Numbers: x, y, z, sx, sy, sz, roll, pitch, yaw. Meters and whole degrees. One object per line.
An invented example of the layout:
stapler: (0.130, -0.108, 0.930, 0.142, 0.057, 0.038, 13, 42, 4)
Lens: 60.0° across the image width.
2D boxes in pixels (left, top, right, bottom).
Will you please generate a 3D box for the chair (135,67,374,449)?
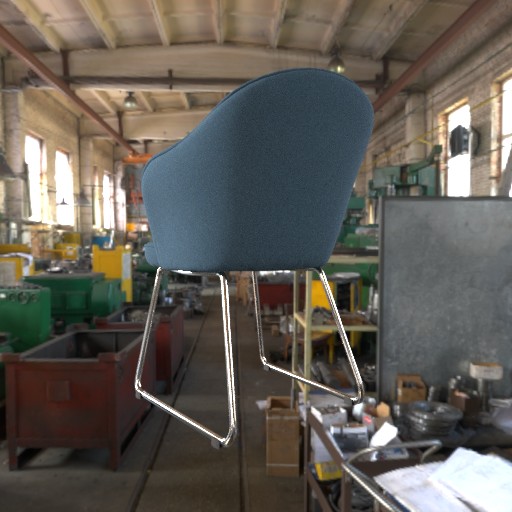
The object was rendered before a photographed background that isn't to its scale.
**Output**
chair: (0.000, 0.000, 1.204, 0.570, 0.815, 0.585, -1, 2, -36)
